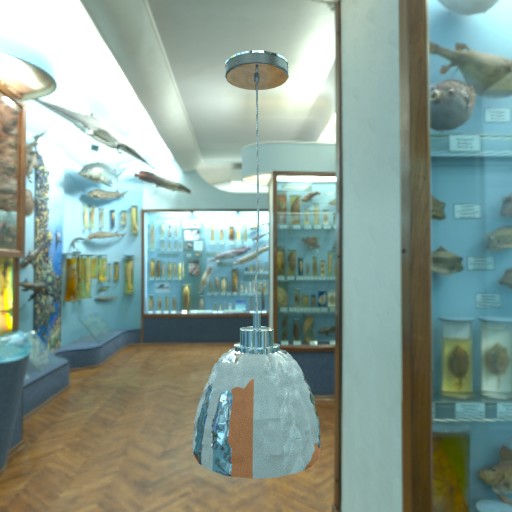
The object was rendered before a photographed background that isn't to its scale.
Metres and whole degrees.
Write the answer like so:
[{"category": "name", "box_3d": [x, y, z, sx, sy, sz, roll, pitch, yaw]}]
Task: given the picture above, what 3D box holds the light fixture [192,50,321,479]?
[{"category": "light fixture", "box_3d": [0.000, 0.000, 1.746, 0.500, 1.511, 0.496, 0, -1, 0]}]
